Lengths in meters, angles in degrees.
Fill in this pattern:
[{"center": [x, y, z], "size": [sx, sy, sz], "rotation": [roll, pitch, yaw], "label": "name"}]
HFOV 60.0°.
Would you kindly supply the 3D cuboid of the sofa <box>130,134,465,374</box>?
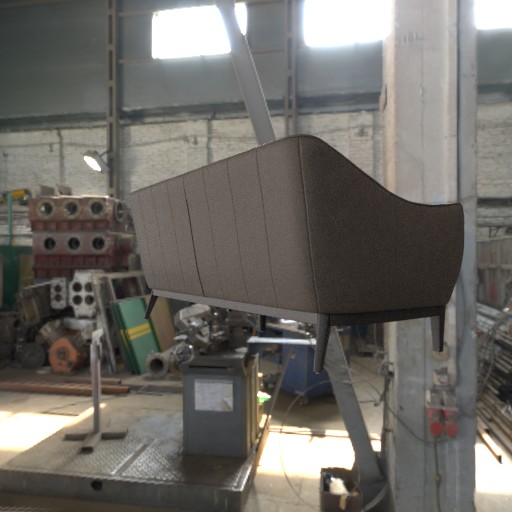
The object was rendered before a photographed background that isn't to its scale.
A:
[{"center": [0.000, 0.000, 2.405], "size": [0.869, 0.831, 1.928], "rotation": [0, 0, -35], "label": "sofa"}]
